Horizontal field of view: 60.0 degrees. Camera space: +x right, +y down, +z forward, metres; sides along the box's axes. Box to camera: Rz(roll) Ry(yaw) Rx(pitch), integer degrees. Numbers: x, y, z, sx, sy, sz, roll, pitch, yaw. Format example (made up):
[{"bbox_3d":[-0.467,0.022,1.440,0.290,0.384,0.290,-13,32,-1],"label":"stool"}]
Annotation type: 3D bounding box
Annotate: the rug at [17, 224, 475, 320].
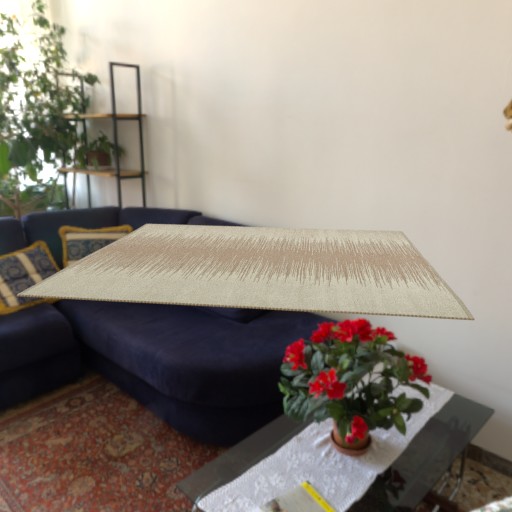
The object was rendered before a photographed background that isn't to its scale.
[{"bbox_3d":[0.000,0.000,4.053,3.048,0.013,2.438,2,16,7],"label":"rug"}]
